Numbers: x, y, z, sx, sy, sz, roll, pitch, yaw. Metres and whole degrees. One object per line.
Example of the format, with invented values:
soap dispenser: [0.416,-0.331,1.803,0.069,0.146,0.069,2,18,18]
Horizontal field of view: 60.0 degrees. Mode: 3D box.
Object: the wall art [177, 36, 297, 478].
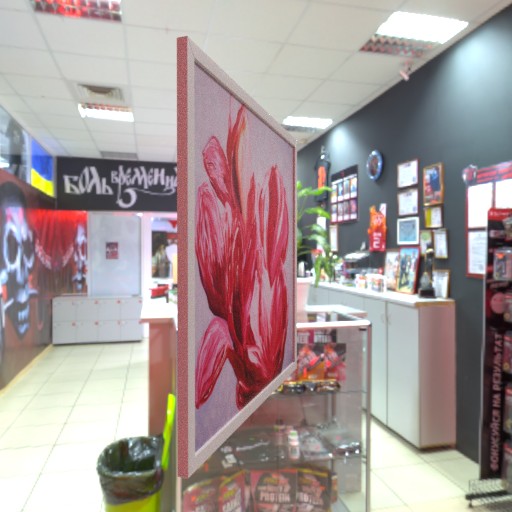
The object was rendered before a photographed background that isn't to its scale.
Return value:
wall art: [0.000,0.000,1.186,0.022,0.803,0.805,0,1,19]
